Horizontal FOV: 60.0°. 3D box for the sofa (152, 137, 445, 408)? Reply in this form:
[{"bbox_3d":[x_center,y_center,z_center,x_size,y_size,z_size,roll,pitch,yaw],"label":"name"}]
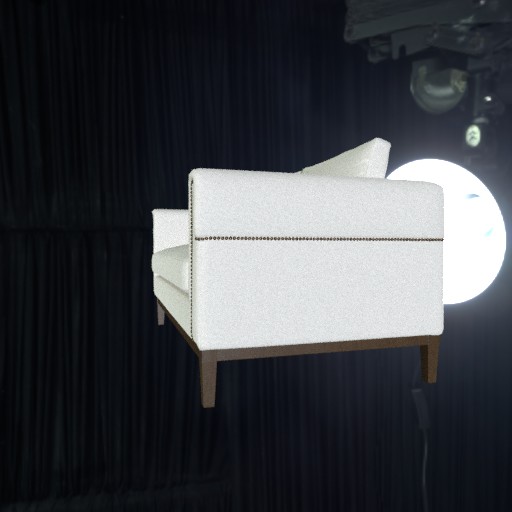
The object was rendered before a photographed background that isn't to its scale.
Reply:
[{"bbox_3d":[0.000,0.000,2.157,0.905,0.873,1.598,0,1,-17],"label":"sofa"}]
